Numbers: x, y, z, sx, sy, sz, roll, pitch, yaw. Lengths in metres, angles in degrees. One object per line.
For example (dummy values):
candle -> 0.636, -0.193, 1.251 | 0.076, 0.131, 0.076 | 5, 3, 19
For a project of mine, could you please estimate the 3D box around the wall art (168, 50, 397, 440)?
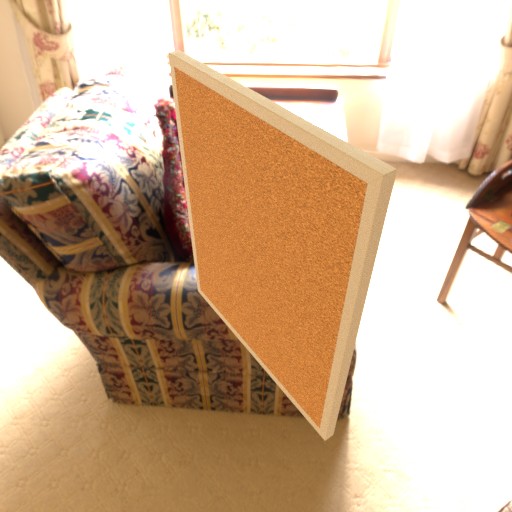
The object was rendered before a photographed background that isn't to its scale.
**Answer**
wall art -> 0.000, 0.000, 0.737 | 0.020, 0.536, 0.444 | -25, 48, -26
